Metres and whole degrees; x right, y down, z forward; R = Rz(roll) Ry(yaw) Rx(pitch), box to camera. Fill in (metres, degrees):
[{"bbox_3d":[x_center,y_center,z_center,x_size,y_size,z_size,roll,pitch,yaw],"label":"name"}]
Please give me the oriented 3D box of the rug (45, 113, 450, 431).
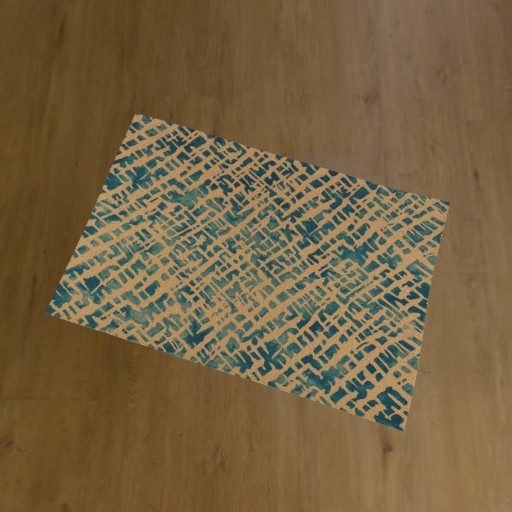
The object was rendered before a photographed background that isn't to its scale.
[{"bbox_3d":[0.000,0.000,2.300,1.830,0.011,1.209,17,74,5],"label":"rug"}]
